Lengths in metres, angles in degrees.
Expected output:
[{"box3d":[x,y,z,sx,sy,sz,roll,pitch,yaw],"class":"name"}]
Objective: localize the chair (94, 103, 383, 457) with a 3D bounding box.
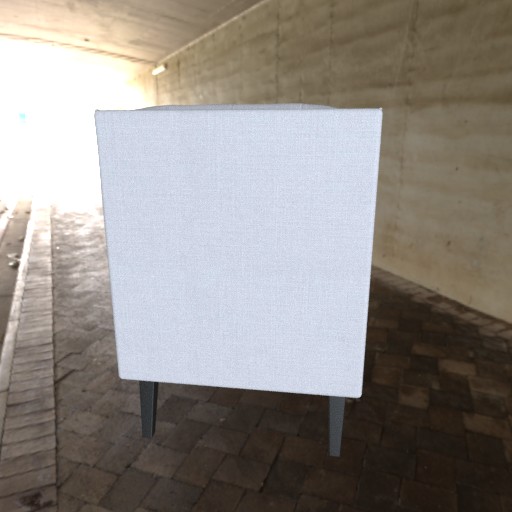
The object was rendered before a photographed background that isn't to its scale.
[{"box3d":[0.000,0.000,1.424,0.658,0.891,0.772,2,16,8],"class":"chair"}]
